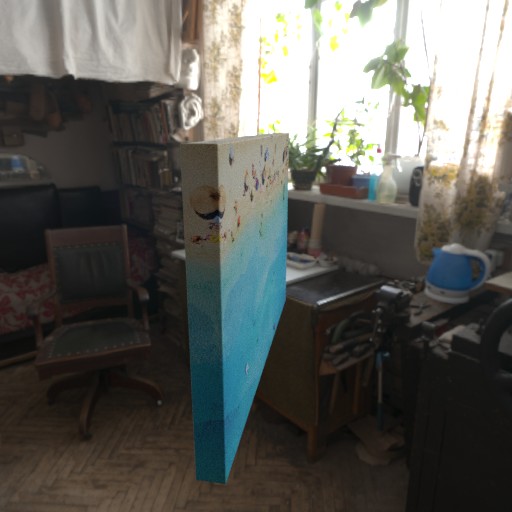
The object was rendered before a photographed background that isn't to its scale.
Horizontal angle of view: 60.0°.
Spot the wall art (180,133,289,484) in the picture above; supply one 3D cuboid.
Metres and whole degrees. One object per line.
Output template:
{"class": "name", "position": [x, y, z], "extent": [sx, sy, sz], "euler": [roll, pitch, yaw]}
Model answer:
{"class": "wall art", "position": [0.000, 0.000, 0.777], "extent": [0.039, 0.406, 0.609], "euler": [3, 17, 10]}
